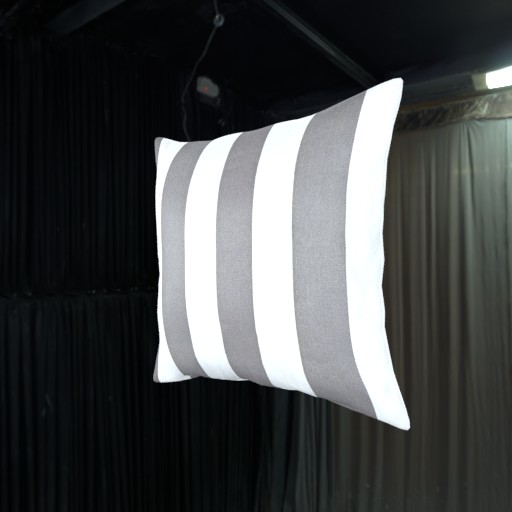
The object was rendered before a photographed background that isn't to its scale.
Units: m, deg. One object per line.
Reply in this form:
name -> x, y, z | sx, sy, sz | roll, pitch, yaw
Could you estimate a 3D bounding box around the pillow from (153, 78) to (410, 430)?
pillow -> 0.000, 0.000, 0.774 | 0.522, 0.507, 0.192 | -1, -2, 35
